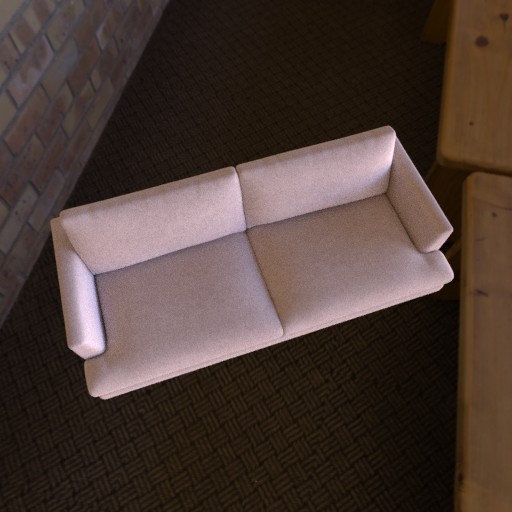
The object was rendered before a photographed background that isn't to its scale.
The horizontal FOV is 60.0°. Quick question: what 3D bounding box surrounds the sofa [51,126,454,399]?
[{"bbox_3d":[0.000,0.000,2.753,2.250,0.868,1.020,-16,64,-8],"label":"sofa"}]
